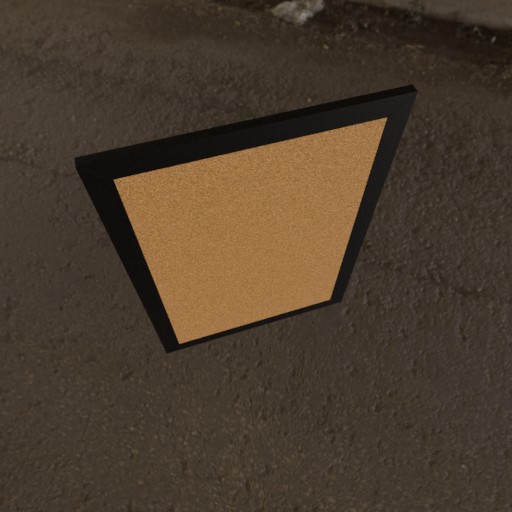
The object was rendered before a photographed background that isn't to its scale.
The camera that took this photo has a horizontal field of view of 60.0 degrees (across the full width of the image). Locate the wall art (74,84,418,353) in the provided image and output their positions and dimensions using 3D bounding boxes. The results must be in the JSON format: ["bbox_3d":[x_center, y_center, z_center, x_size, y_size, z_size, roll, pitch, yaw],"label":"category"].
[{"bbox_3d":[0.000,0.000,0.600,0.326,0.459,0.011,-15,59,-9],"label":"wall art"}]
